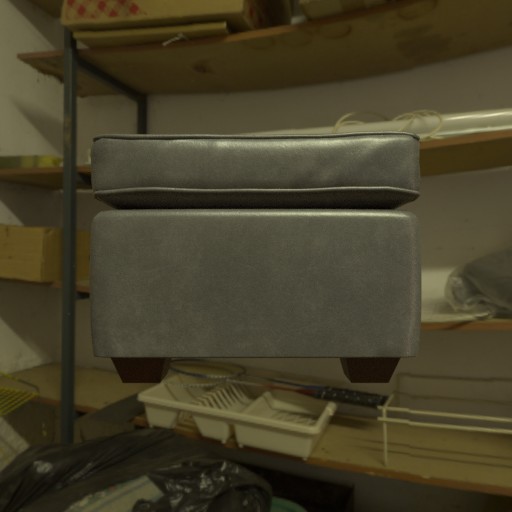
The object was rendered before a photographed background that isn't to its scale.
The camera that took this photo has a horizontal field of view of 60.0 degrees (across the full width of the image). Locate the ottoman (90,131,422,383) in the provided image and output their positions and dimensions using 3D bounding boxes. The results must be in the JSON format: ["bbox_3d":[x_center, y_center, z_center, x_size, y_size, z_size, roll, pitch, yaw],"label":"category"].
[{"bbox_3d":[0.000,0.000,1.079,0.554,0.445,0.756,0,-1,0],"label":"ottoman"}]
